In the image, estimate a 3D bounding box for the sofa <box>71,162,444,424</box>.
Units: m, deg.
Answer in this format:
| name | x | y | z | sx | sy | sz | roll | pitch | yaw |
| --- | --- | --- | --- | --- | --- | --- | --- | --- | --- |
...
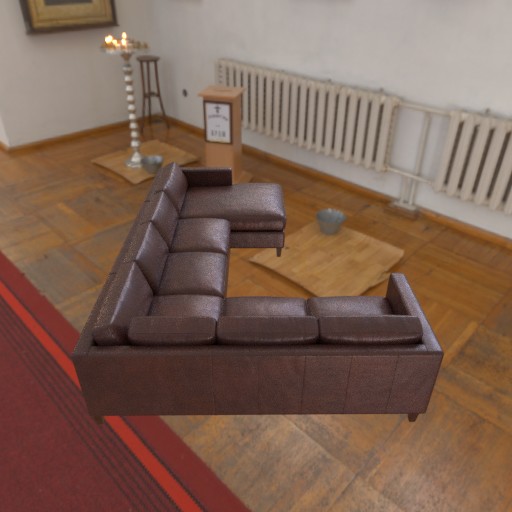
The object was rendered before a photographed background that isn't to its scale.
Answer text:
| name | x | y | z | sx | sy | sz | roll | pitch | yaw |
| --- | --- | --- | --- | --- | --- | --- | --- | --- | --- |
| sofa | 0.000 | 0.000 | 4.439 | 2.452 | 0.891 | 3.324 | 0 | 32 | 0 |
